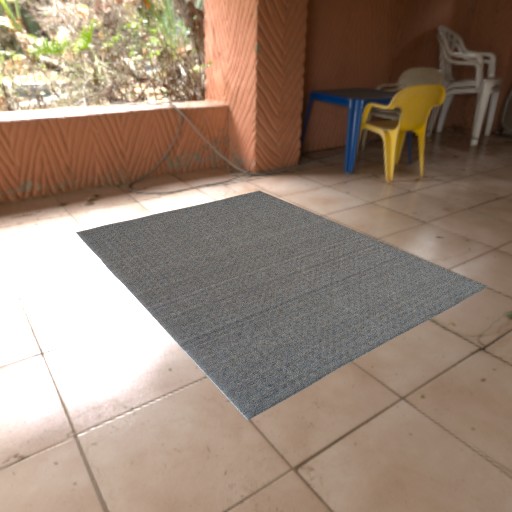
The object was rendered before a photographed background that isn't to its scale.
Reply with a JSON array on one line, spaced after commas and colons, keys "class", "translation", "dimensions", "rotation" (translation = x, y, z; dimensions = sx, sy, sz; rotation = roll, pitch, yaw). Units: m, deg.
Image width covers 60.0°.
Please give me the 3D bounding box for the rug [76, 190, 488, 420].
[{"class": "rug", "translation": [0.000, 0.000, 4.181], "dimensions": [2.443, 0.007, 3.200], "rotation": [-18, 31, -32]}]
